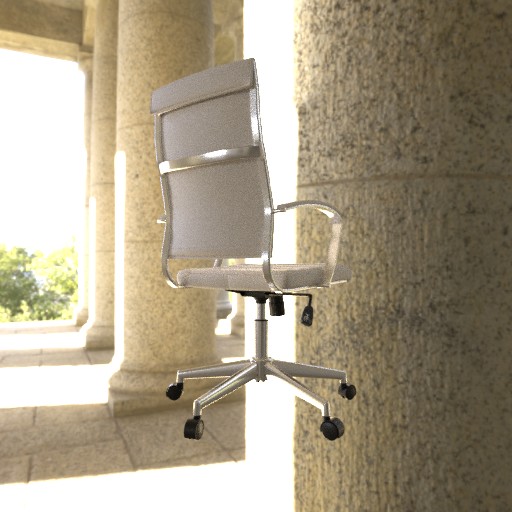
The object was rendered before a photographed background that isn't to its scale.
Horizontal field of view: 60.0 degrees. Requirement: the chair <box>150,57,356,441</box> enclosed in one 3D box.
[{"bbox_3d":[0.000,0.000,1.660,0.766,1.149,0.739,-1,-1,36],"label":"chair"}]
